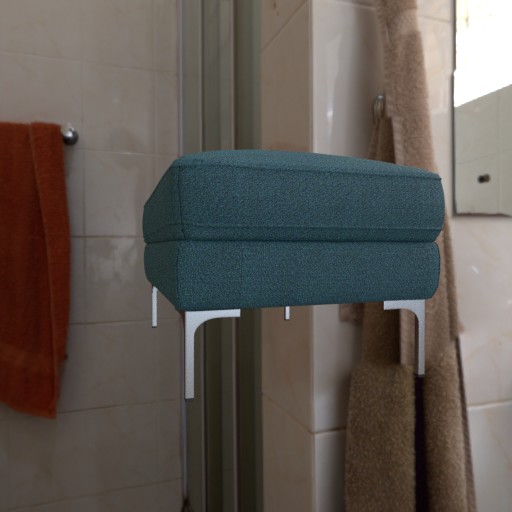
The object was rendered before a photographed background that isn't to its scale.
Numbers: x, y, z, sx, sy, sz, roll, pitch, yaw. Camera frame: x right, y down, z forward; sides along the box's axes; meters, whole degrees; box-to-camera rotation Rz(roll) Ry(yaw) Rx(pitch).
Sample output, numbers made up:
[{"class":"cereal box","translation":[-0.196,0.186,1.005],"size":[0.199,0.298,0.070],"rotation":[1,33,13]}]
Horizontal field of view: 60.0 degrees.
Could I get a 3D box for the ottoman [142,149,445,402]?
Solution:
[{"class":"ottoman","translation":[0.000,0.000,1.217],"size":[0.563,0.498,0.856],"rotation":[0,1,-18]}]
